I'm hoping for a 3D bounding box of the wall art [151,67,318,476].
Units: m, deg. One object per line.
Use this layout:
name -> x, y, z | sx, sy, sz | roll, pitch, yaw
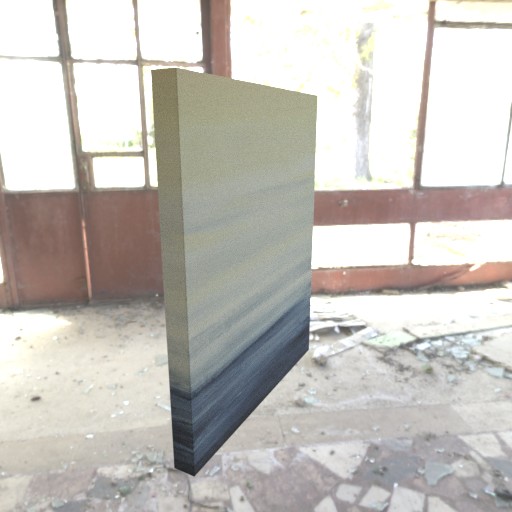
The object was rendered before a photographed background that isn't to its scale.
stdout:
wall art -> 0.000, 0.000, 0.844 | 0.040, 0.608, 0.489 | 8, 18, 27
